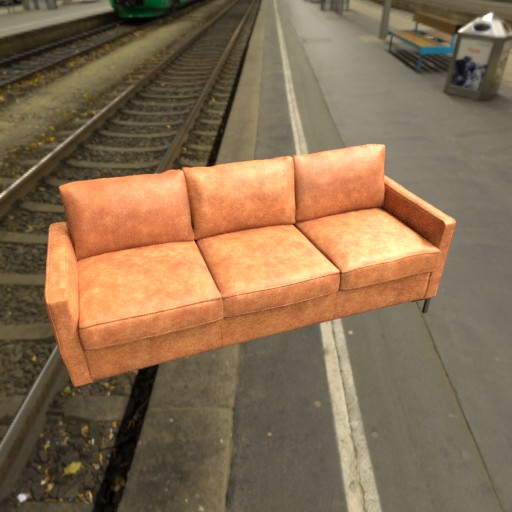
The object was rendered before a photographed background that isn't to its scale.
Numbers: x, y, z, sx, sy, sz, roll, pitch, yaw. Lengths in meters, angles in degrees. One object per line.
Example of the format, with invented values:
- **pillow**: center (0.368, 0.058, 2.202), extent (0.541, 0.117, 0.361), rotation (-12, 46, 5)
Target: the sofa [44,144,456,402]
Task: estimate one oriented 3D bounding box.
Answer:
- **sofa**: center (0.000, 0.000, 2.375), extent (2.029, 0.863, 0.748), rotation (-11, 34, -17)
